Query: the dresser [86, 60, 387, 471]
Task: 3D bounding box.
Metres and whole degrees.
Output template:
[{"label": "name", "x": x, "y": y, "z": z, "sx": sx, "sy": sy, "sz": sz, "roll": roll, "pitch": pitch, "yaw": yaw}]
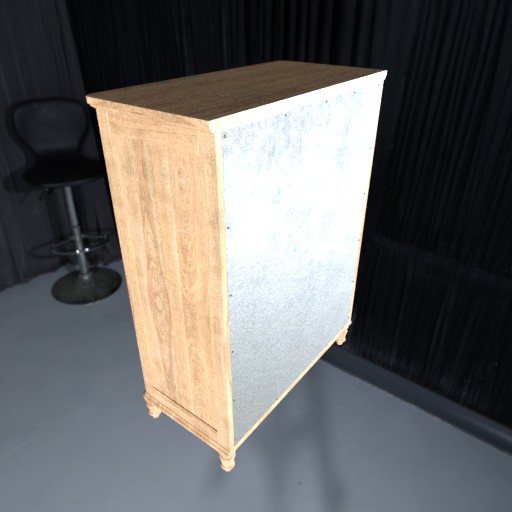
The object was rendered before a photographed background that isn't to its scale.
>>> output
[{"label": "dresser", "x": 0.000, "y": 0.000, "z": 1.773, "sx": 0.484, "sy": 1.318, "sz": 0.973, "roll": 21, "pitch": 37, "yaw": 32}]
